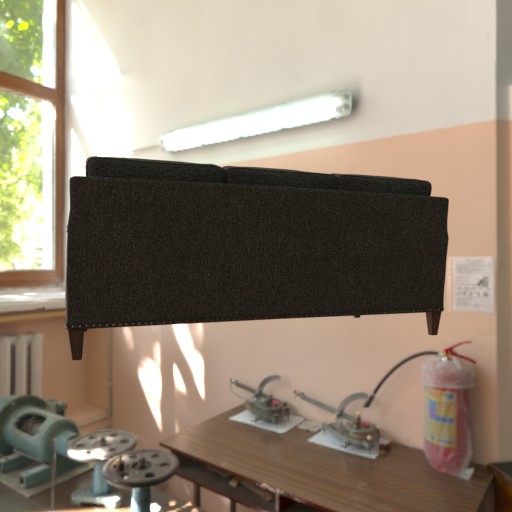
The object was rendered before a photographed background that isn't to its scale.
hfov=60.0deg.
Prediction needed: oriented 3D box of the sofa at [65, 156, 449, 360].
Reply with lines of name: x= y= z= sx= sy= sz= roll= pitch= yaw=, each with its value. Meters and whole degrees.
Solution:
sofa: x=0.000 y=0.000 z=2.863 sx=2.246 sy=1.003 sz=1.084 roll=0 pitch=0 yaw=-19
